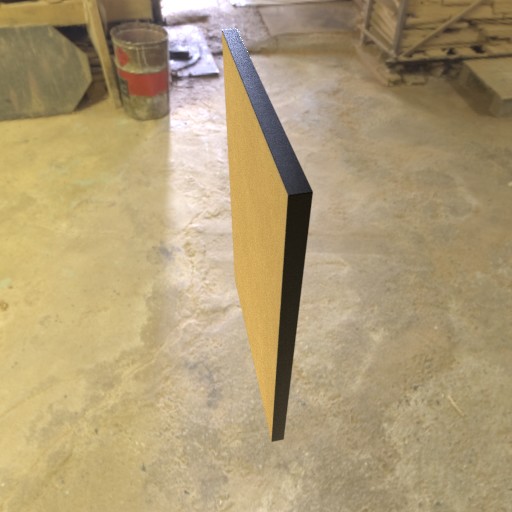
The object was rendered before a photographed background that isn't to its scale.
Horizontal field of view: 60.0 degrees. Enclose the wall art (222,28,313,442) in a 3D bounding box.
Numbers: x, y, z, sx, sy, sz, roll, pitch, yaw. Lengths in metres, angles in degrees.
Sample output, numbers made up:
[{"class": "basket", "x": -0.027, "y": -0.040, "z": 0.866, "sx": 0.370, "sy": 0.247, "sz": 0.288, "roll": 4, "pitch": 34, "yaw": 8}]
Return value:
[{"class": "wall art", "x": 0.000, "y": 0.000, "z": 0.583, "sx": 0.019, "sy": 0.455, "sz": 0.314, "roll": -8, "pitch": 47, "yaw": -8}]
